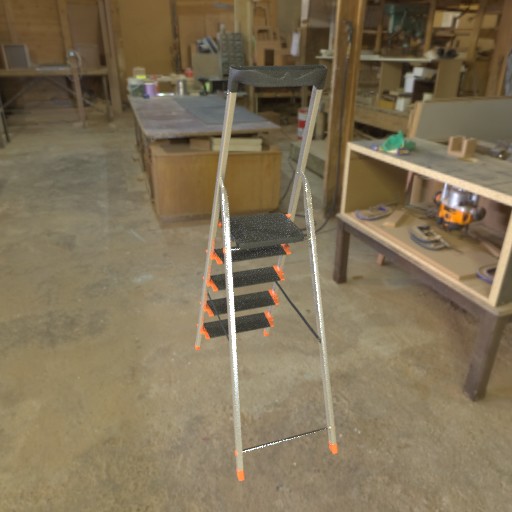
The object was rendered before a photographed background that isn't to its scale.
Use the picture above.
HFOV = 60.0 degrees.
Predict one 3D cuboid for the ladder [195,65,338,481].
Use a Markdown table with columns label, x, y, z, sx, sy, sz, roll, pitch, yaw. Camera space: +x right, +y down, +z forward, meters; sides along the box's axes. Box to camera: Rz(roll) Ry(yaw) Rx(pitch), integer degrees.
| label | x | y | z | sx | sy | sz | roll | pitch | yaw |
| --- | --- | --- | --- | --- | --- | --- | --- | --- | --- |
| ladder | 0.000 | 0.000 | 2.054 | 0.480 | 1.646 | 0.995 | -8 | 27 | -16 |
